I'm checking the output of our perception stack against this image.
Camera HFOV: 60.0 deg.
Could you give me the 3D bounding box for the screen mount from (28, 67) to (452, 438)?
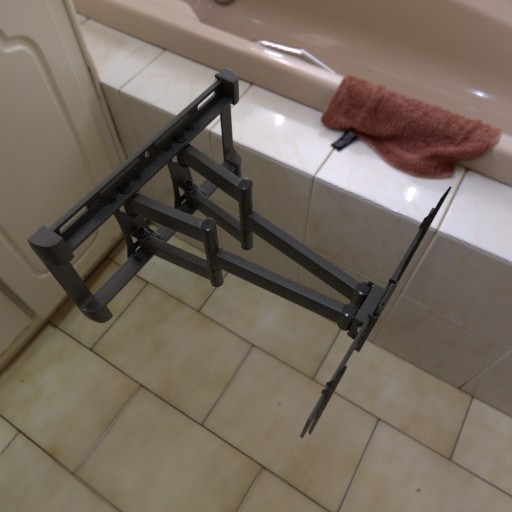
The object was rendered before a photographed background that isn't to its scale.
[{"bbox_3d":[0.000,0.000,0.939,0.556,0.424,0.571,30,63,17],"label":"screen mount"}]
